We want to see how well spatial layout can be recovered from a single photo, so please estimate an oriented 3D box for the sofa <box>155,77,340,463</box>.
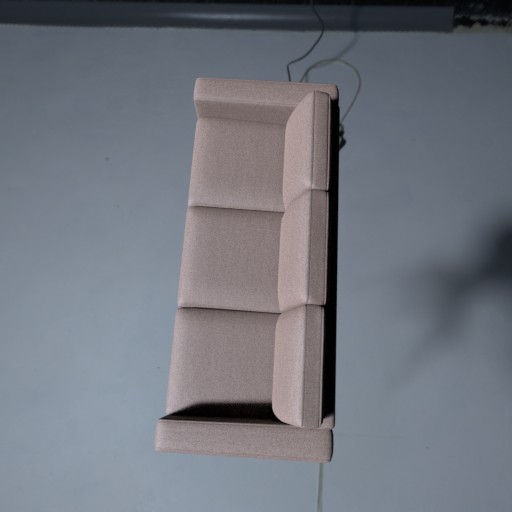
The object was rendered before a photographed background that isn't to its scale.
[{"bbox_3d":[0.000,0.000,2.631,0.900,0.806,2.160,3,75,1],"label":"sofa"}]
